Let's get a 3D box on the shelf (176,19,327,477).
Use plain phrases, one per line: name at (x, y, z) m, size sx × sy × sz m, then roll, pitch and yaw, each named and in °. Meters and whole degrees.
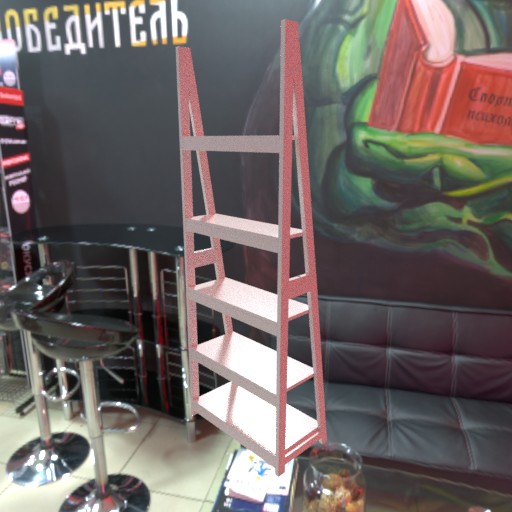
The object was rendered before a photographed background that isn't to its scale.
shelf at (0.000, 0.000, 2.006) m, size 0.341 × 1.779 × 0.636 m, roll -14°, pitch 20°, yaw -42°
